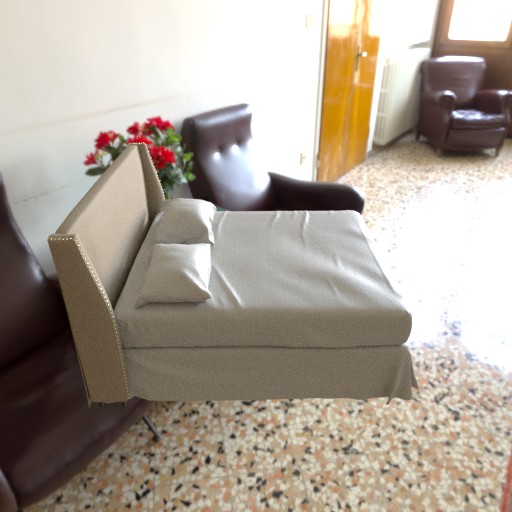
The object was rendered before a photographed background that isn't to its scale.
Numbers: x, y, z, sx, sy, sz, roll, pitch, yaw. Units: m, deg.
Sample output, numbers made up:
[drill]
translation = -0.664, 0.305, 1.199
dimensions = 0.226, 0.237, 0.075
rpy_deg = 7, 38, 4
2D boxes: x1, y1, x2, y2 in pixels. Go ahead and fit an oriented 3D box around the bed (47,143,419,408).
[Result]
[bed]
translation = 0.000, 0.000, 3.502
dimensions = 2.276, 1.332, 1.925
rpy_deg = 0, 30, -1
